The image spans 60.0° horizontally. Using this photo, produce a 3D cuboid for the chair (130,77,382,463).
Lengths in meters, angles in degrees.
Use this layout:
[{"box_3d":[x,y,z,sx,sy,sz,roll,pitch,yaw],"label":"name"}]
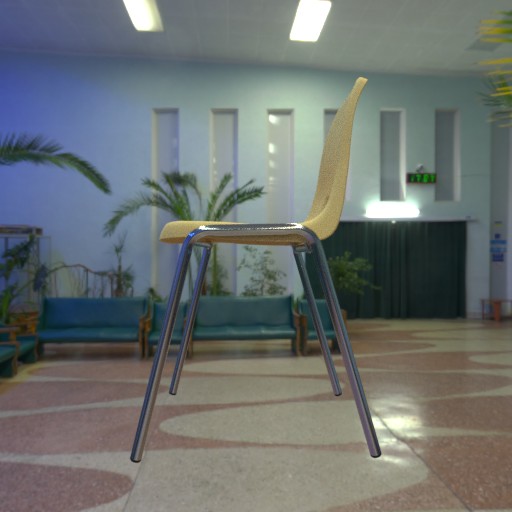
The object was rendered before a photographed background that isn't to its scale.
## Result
[{"box_3d":[0.000,0.000,0.941,0.436,0.704,0.381,0,0,-1],"label":"chair"}]
